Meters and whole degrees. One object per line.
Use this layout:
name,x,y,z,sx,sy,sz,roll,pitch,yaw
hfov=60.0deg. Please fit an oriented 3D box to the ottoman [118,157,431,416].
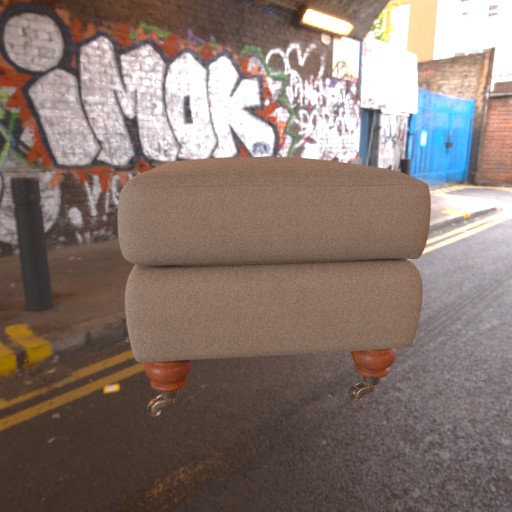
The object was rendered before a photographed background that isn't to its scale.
ottoman,0.000,0.000,1.157,0.569,0.504,0.773,-2,14,-7
